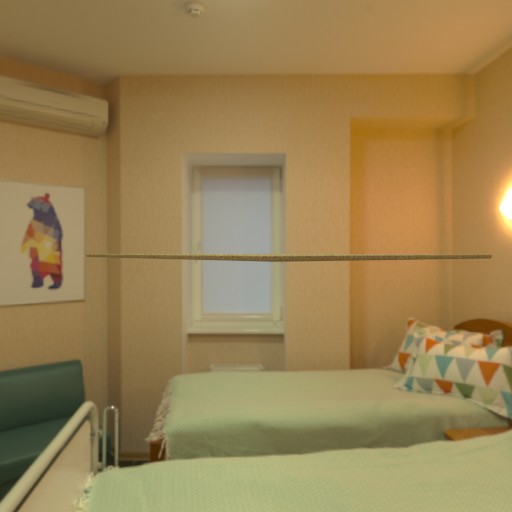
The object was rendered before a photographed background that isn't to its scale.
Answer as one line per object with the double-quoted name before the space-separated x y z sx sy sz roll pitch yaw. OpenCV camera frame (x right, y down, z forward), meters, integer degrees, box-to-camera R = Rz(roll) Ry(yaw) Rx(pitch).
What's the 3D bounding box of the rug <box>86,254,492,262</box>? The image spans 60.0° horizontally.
"rug" 0.000 0.000 3.418 1.800 0.025 2.699 0 0 -36
